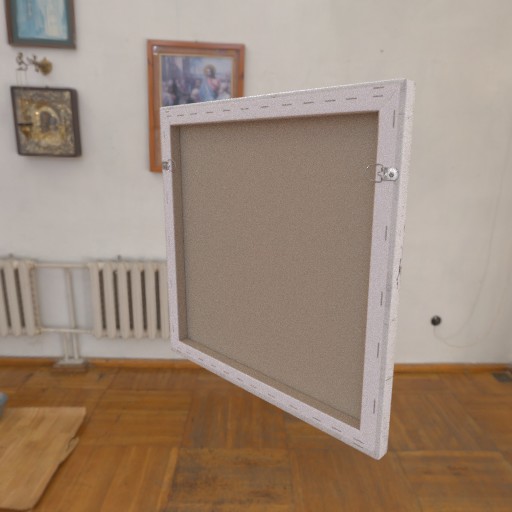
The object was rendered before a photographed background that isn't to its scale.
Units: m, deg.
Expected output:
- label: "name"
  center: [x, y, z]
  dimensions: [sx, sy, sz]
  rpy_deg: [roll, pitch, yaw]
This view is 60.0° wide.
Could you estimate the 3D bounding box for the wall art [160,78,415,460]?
- label: "wall art"
  center: [0.000, 0.000, 1.120]
  dimensions: [0.762, 0.762, 0.038]
  rpy_deg: [13, 18, 43]
